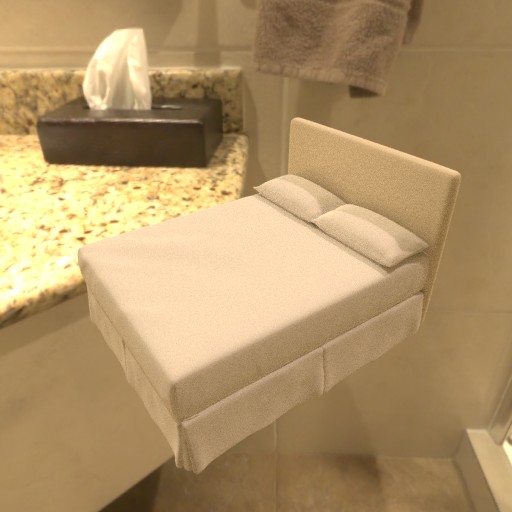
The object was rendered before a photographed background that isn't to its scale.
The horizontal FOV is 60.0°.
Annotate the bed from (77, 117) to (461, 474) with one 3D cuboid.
[{"bbox_3d":[0.000,0.000,3.202,2.147,1.330,1.714,-21,38,-29],"label":"bed"}]
